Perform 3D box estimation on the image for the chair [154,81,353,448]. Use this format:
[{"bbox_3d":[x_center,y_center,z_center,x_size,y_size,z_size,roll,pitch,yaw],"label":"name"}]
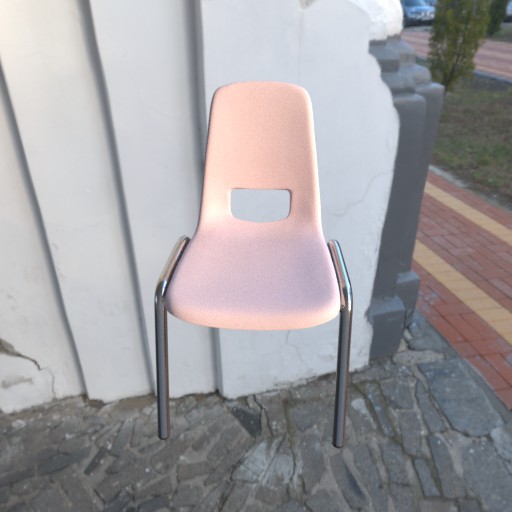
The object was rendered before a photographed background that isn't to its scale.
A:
[{"bbox_3d":[0.000,0.000,0.869,0.354,0.586,0.423,2,31,3],"label":"chair"}]
